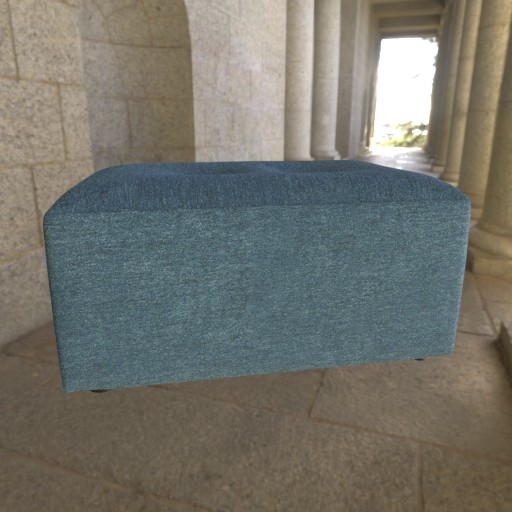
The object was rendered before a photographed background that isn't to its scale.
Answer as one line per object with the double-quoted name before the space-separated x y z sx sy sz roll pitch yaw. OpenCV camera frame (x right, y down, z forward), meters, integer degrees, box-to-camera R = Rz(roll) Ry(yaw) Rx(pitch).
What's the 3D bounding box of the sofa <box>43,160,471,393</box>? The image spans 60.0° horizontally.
"sofa" 0.000 0.000 1.182 0.930 0.470 0.480 -3 17 -10
